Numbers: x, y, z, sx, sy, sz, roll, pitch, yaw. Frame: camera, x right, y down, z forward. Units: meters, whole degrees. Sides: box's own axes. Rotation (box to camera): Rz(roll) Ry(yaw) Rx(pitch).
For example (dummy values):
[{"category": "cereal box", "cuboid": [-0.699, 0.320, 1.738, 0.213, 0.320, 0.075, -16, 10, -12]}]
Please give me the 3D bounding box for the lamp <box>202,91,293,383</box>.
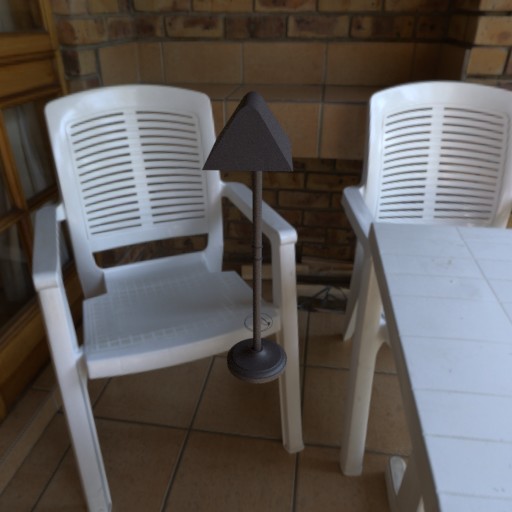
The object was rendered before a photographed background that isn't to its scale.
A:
[{"category": "lamp", "cuboid": [0.000, 0.000, 0.954, 0.159, 0.708, 0.545, 1, 29, 2]}]
